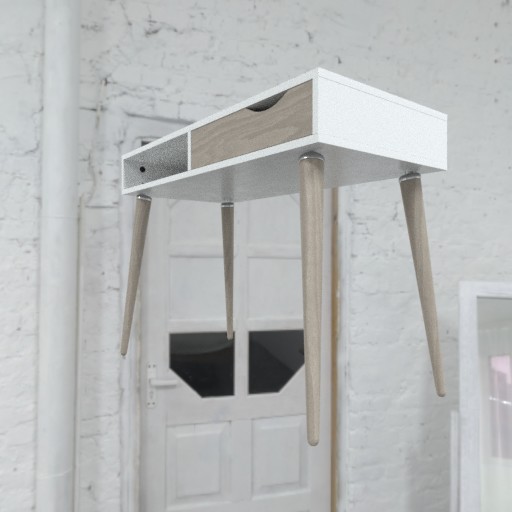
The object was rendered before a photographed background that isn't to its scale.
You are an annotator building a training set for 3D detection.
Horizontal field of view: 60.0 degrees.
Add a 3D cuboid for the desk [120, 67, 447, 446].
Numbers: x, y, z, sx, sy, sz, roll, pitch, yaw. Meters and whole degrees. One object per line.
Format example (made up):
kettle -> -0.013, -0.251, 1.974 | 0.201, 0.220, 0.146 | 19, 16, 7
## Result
desk -> 0.000, 0.000, 1.371 | 0.491, 0.723, 0.979 | 0, 1, -38
